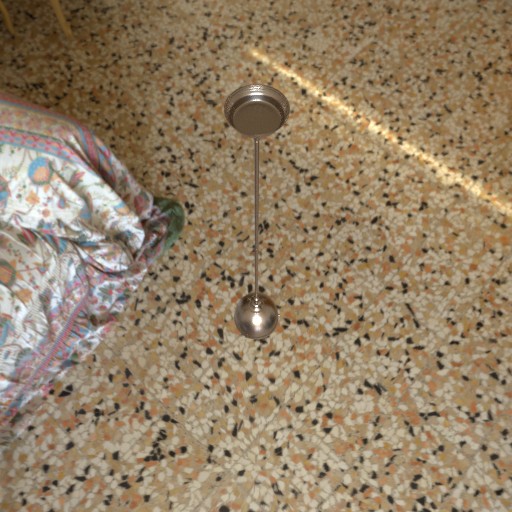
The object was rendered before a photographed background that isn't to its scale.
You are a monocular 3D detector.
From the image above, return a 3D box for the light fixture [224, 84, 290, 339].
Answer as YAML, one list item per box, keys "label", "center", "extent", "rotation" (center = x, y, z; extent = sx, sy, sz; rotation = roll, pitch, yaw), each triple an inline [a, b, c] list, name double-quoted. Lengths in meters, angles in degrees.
- label: "light fixture"
  center: [0.000, 0.000, 1.488]
  extent: [0.211, 1.367, 0.217]
  rotation: [-35, 70, -15]
